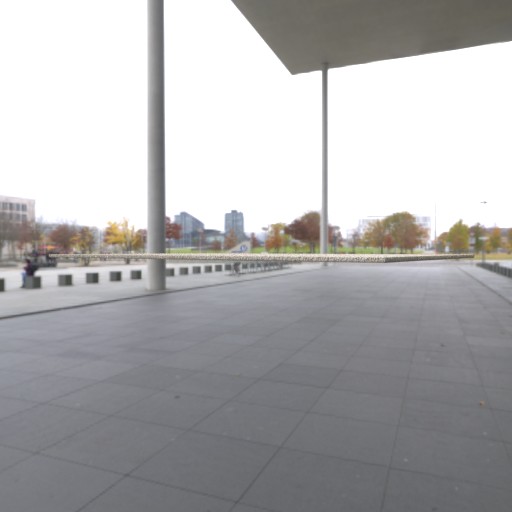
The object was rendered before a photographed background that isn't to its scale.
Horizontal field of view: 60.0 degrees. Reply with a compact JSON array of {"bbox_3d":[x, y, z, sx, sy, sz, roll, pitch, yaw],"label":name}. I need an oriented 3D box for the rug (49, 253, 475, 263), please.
[{"bbox_3d":[0.000,0.000,3.374,2.699,0.025,1.800,0,1,37],"label":"rug"}]
